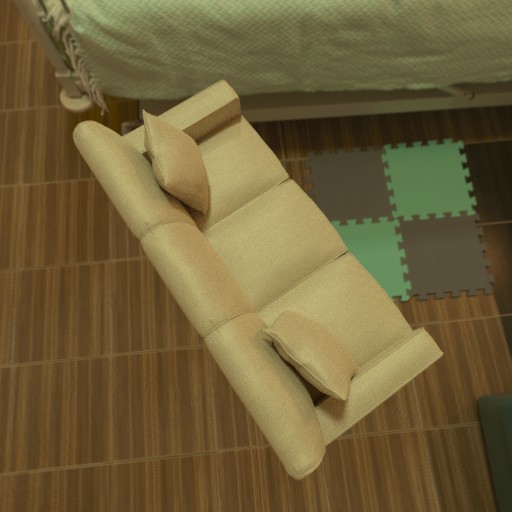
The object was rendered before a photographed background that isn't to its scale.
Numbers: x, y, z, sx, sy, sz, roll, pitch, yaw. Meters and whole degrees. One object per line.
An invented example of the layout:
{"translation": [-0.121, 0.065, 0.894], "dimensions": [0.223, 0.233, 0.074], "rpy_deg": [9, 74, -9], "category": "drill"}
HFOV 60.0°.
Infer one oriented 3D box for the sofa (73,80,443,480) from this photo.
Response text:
{"translation": [0.000, 0.000, 2.540], "dimensions": [0.997, 0.958, 2.024], "rpy_deg": [-34, 76, -9], "category": "sofa"}
